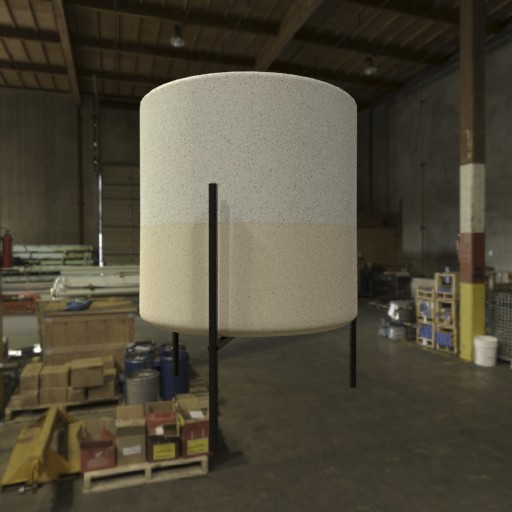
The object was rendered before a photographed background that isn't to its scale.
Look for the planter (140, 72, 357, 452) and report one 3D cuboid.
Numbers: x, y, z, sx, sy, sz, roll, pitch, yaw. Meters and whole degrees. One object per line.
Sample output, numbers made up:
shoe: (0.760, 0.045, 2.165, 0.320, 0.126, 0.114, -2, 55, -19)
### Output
planter: (0.000, 0.000, 0.658, 0.335, 0.423, 0.313, 0, 1, -19)
